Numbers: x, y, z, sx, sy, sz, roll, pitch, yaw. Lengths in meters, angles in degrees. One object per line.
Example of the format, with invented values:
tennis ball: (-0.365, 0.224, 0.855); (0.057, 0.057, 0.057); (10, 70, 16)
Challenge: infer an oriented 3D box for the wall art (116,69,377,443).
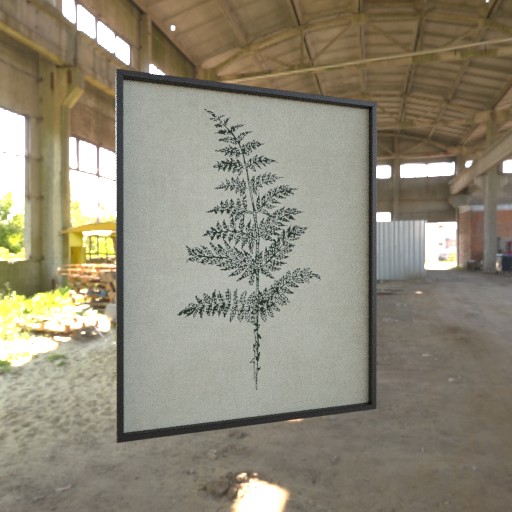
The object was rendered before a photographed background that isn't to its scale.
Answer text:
wall art: (0.000, 0.000, 0.747); (0.449, 0.555, 0.039); (0, 0, -19)
